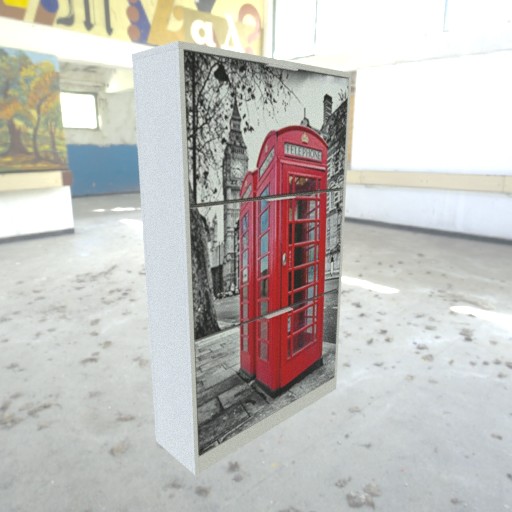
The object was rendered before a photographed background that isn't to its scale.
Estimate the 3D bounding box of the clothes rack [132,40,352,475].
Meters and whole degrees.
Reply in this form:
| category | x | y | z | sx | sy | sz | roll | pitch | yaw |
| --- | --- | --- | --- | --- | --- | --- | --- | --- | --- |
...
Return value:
| category | x | y | z | sx | sy | sz | roll | pitch | yaw |
| --- | --- | --- | --- | --- | --- | --- | --- | --- | --- |
| clothes rack | 0.000 | 0.000 | 1.592 | 0.750 | 1.280 | 0.250 | -13 | 19 | -42 |
